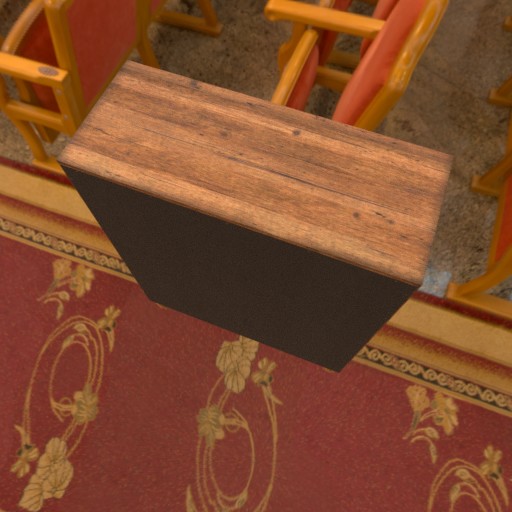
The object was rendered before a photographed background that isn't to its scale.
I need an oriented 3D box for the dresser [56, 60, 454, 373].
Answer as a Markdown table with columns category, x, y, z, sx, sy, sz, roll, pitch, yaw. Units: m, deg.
| category | x | y | z | sx | sy | sz | roll | pitch | yaw |
| --- | --- | --- | --- | --- | --- | --- | --- | --- | --- |
| dresser | 0.000 | 0.000 | 1.898 | 1.067 | 1.359 | 0.438 | 19 | 67 | 9 |
